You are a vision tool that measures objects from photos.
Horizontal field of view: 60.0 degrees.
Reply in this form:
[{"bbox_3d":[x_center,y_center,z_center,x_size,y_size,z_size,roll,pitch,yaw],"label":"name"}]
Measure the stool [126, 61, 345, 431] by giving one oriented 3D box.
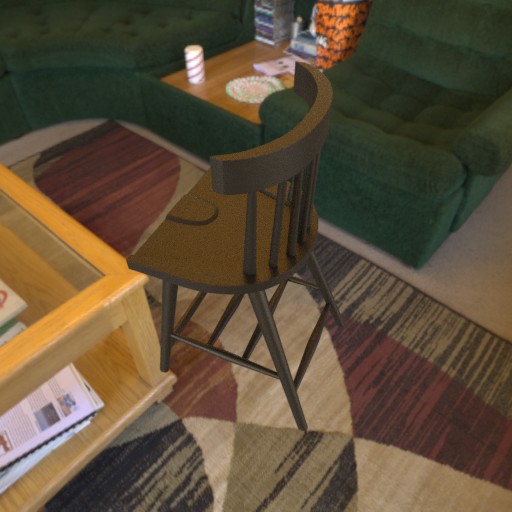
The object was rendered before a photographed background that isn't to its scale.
[{"bbox_3d":[0.000,0.000,1.289,0.549,0.953,0.494,17,49,16],"label":"stool"}]
